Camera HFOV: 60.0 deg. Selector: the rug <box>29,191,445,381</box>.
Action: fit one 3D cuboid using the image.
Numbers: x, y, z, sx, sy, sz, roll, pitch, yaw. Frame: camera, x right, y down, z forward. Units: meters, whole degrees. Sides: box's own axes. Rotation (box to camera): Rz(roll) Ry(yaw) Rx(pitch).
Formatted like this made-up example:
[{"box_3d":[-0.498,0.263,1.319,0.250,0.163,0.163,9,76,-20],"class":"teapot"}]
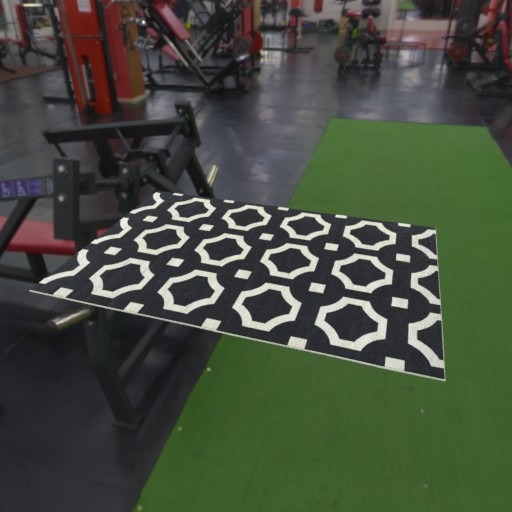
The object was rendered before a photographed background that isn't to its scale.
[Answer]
[{"box_3d":[0.000,0.000,2.922,2.286,0.016,1.555,9,32,15],"class":"rug"}]
